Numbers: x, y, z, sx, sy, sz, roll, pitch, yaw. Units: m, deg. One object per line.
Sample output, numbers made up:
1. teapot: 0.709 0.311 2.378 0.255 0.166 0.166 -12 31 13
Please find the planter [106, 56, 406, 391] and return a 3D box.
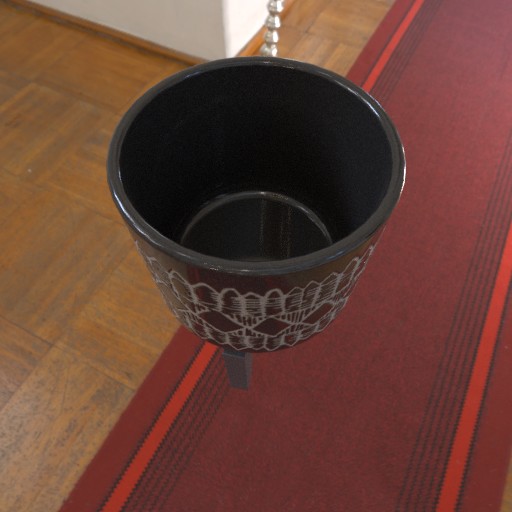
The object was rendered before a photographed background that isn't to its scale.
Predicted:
1. planter: 0.000 0.000 0.523 0.251 0.355 0.251 -15 59 -9
